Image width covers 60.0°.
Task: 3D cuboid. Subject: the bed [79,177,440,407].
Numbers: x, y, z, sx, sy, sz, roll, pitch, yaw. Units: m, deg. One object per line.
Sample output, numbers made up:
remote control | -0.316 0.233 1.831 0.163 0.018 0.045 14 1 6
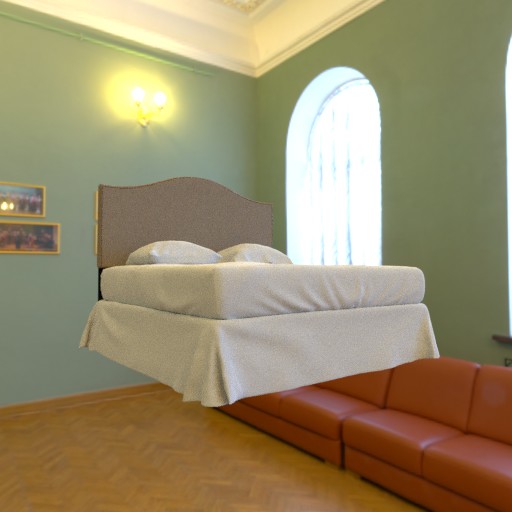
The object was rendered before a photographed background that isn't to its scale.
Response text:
bed | 0.000 0.000 3.751 2.311 1.651 2.222 1 -2 -37
